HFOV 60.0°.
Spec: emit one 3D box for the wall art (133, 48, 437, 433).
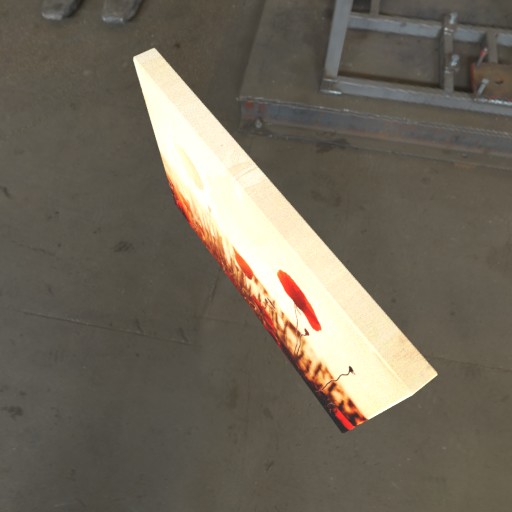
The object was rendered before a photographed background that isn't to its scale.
[{"bbox_3d":[0.000,0.000,0.751,0.040,0.402,0.613,-32,67,-15],"label":"wall art"}]
